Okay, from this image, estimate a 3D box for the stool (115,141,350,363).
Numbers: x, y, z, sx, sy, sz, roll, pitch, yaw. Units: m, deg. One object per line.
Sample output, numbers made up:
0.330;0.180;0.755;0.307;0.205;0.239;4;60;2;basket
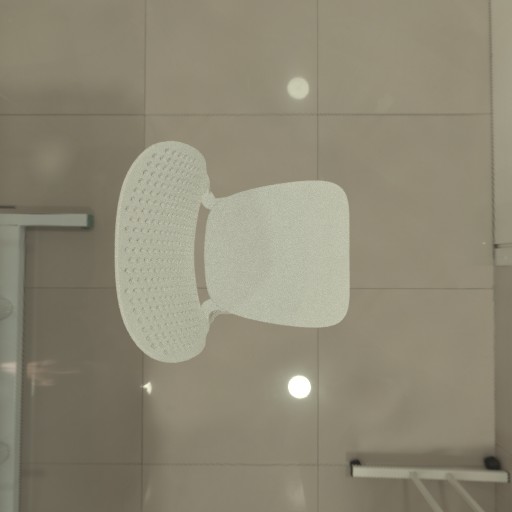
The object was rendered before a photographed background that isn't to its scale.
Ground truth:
0.000;0.000;1.369;0.535;1.045;0.536;0;89;1;stool
